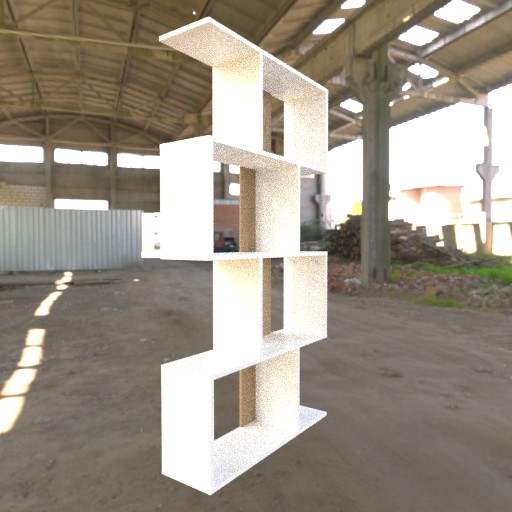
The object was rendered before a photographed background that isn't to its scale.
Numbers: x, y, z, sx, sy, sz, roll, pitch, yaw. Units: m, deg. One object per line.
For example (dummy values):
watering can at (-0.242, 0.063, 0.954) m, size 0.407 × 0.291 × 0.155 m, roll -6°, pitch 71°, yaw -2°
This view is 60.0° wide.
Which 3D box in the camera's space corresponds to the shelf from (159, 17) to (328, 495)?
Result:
shelf at (0.000, 0.000, 1.960) m, size 0.250 × 1.650 × 0.890 m, roll 1°, pitch 2°, yaw 36°
